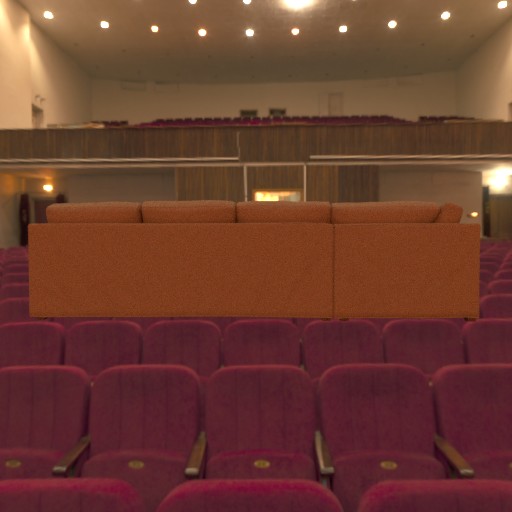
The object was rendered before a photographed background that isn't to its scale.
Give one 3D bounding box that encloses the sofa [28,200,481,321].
[{"bbox_3d":[0.000,0.000,4.295,3.182,0.871,2.432,0,1,1],"label":"sofa"}]
